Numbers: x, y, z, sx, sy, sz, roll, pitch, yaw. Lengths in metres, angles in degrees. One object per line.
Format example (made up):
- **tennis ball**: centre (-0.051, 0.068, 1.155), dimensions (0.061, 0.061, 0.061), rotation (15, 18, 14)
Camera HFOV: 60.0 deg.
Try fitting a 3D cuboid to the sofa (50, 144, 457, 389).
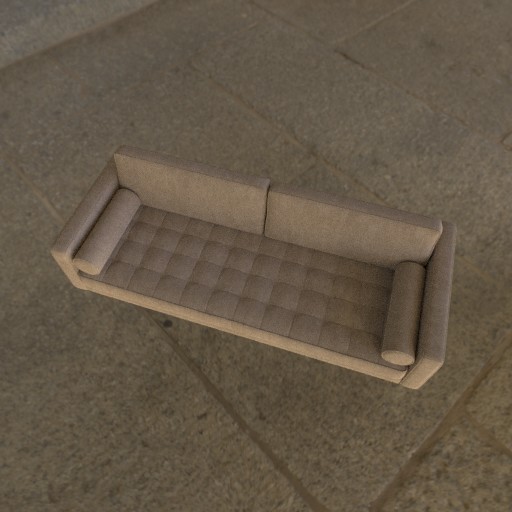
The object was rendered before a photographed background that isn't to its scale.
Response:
- **sofa**: centre (0.000, 0.000, 2.691), dimensions (2.200, 0.770, 0.919), rotation (15, 58, 10)
